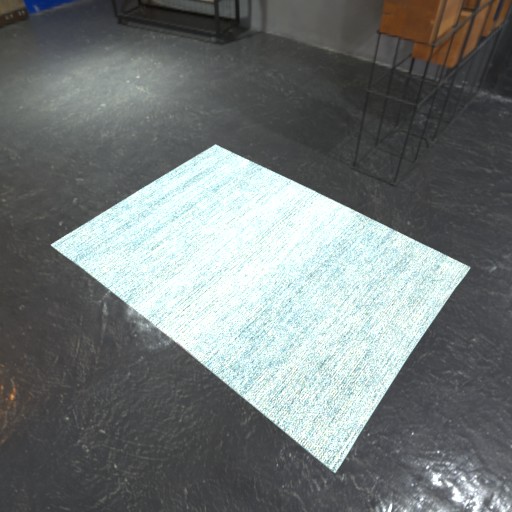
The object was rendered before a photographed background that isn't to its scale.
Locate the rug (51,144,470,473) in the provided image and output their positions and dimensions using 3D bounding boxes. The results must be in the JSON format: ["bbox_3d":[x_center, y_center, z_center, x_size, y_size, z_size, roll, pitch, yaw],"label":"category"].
[{"bbox_3d":[0.000,0.000,2.902,2.260,0.026,1.611,31,54,26],"label":"rug"}]
